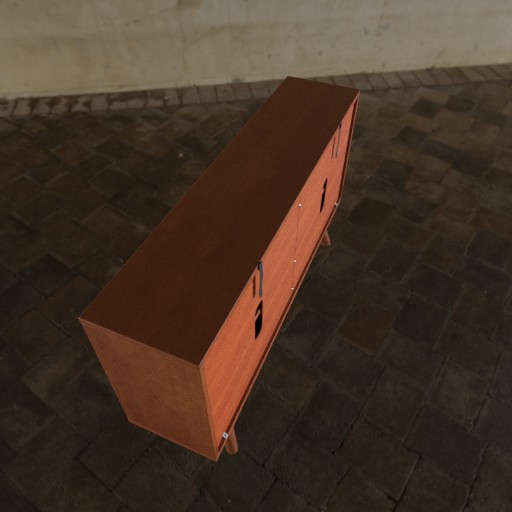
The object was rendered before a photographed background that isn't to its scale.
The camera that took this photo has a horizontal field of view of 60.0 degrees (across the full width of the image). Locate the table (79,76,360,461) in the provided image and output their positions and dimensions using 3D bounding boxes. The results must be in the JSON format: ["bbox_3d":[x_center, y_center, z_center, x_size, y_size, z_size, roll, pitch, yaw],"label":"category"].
[{"bbox_3d":[0.000,0.000,1.510,0.308,0.698,1.220,17,49,16],"label":"table"}]
